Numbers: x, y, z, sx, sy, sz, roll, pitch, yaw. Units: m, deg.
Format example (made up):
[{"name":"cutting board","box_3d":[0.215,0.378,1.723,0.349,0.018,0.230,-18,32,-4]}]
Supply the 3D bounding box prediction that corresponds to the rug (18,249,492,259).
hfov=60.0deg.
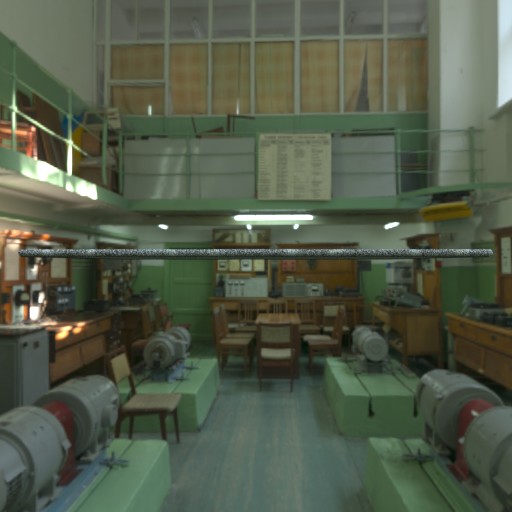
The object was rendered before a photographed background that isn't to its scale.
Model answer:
[{"name":"rug","box_3d":[0.000,0.000,2.082,1.600,0.025,1.200,0,-1,1]}]
